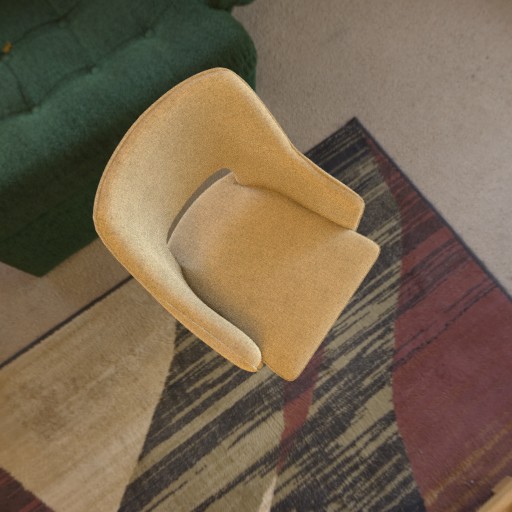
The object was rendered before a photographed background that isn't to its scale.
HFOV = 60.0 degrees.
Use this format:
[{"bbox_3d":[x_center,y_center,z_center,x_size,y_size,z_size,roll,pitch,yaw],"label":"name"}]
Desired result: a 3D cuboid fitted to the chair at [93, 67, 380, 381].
[{"bbox_3d":[0.000,0.000,1.246,0.605,0.849,0.548,35,78,8],"label":"chair"}]
